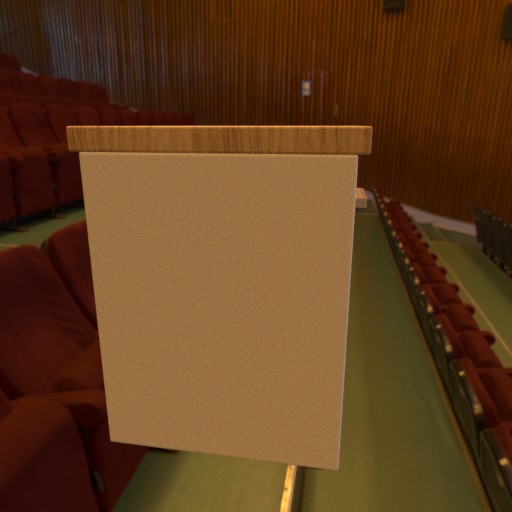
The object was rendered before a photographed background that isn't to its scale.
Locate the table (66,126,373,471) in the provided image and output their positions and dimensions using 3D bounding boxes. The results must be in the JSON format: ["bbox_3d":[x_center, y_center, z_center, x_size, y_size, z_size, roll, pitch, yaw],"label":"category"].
[{"bbox_3d":[0.000,0.000,0.782,0.360,0.440,0.500,3,17,10],"label":"table"}]
